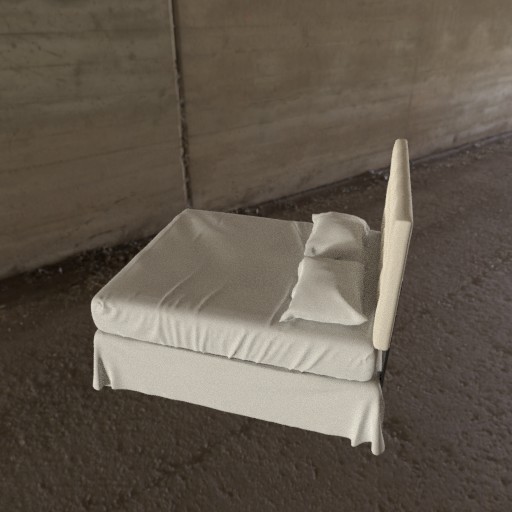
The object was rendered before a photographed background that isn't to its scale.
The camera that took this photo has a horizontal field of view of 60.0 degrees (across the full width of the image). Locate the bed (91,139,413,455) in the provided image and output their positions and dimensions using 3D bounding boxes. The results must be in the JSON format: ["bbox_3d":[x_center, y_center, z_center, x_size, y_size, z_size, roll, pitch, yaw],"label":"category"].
[{"bbox_3d":[0.000,0.000,3.468,2.222,1.577,1.936,8,30,14],"label":"bed"}]
